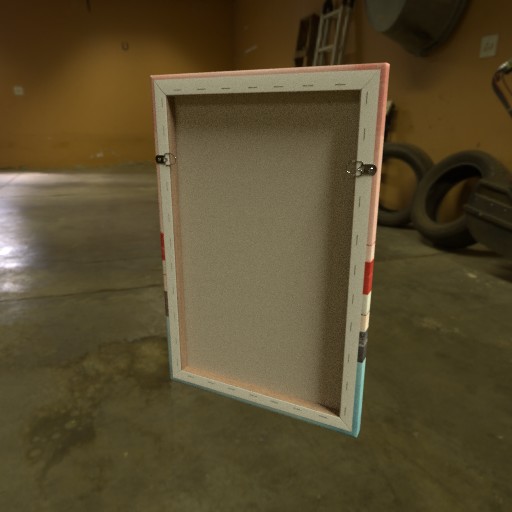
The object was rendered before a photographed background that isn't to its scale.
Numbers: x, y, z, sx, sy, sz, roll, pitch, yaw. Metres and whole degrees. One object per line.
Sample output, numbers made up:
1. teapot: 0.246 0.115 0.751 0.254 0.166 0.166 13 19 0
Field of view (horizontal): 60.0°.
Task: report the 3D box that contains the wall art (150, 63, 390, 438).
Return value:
1. wall art: 0.000 0.000 1.179 0.610 0.914 0.038 8 19 26
